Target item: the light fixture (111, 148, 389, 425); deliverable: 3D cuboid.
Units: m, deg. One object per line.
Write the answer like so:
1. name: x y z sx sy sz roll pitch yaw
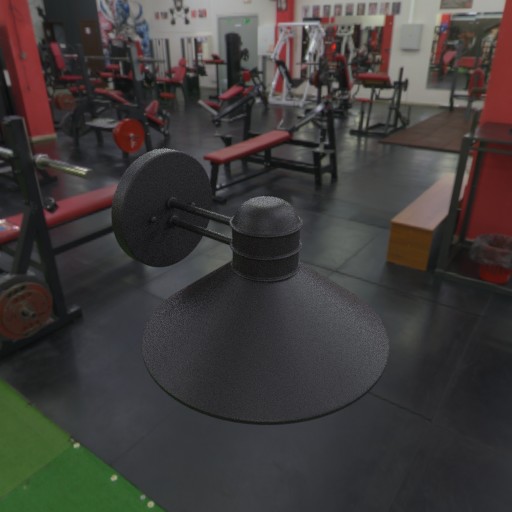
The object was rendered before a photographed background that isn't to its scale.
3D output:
1. light fixture: 0.000 0.000 0.684 0.434 0.265 0.396 20 33 34
